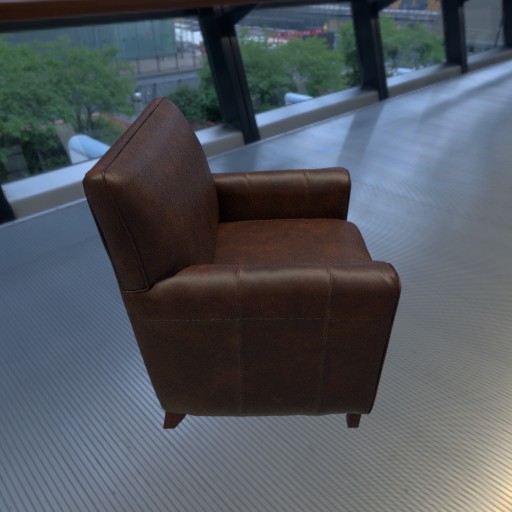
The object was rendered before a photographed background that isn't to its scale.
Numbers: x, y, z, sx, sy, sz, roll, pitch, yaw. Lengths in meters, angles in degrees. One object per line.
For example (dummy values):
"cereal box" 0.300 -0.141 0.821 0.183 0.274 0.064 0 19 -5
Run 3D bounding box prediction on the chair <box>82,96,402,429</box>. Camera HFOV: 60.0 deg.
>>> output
"chair" 0.000 0.000 1.594 0.823 0.943 0.870 0 32 0
